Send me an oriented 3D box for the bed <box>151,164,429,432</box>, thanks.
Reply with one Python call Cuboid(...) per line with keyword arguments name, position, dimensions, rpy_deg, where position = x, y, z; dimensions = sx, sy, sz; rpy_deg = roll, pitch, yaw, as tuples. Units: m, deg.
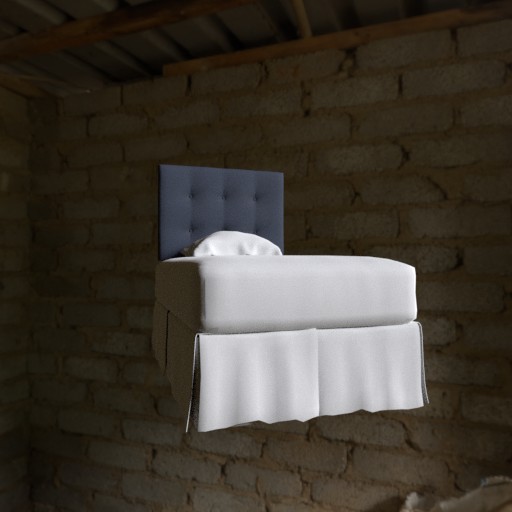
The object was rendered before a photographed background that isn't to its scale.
Cuboid(name="bed", position=(0.000, 0.000, 3.024), dimensions=(1.261, 1.571, 1.997), rpy_deg=(0, -1, -18))
